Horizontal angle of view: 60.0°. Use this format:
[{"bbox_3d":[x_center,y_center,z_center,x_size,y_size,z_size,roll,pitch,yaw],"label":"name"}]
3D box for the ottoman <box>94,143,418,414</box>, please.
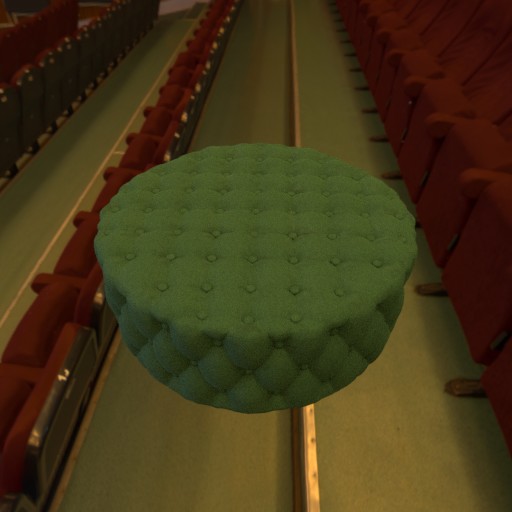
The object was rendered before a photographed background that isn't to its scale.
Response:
[{"bbox_3d":[0.000,0.000,1.505,0.998,0.399,0.998,0,41,0],"label":"ottoman"}]
